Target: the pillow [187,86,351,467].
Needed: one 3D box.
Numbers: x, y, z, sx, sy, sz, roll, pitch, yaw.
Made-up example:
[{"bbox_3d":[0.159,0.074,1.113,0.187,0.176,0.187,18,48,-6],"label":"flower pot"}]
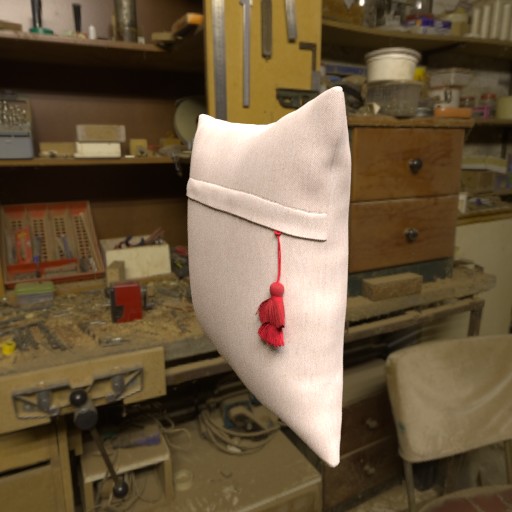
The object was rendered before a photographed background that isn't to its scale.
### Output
[{"bbox_3d":[0.000,0.000,0.673,0.173,0.436,0.433,-6,15,-24],"label":"pillow"}]
